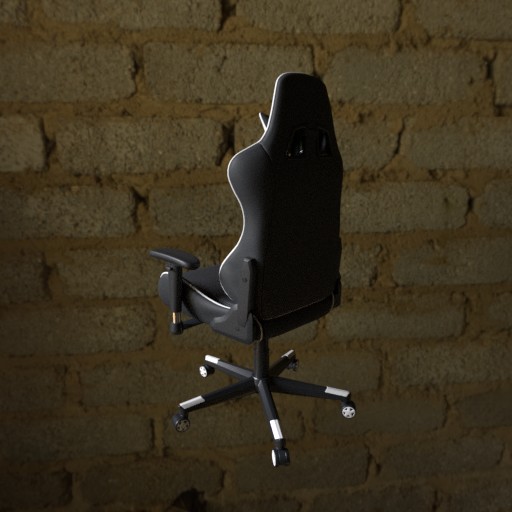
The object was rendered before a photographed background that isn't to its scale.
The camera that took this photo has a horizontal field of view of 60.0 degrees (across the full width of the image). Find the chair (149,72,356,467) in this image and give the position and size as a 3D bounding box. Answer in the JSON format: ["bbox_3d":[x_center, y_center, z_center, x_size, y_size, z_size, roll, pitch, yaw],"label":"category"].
[{"bbox_3d":[0.000,0.000,1.662,0.700,1.240,0.700,-14,19,-43],"label":"chair"}]
